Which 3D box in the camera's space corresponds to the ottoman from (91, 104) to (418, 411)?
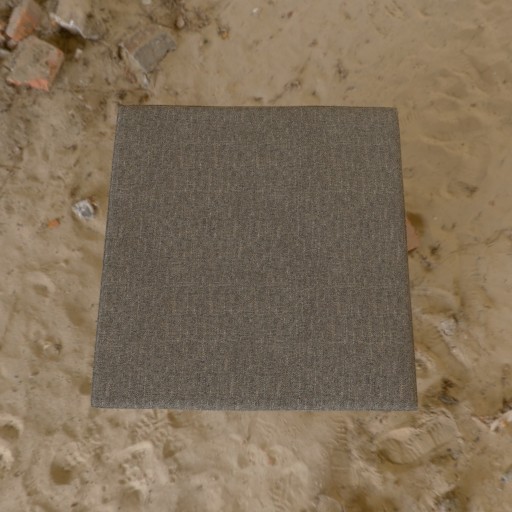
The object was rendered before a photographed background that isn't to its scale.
[{"bbox_3d":[0.000,0.000,1.557,0.981,0.379,1.016,1,77,0],"label":"ottoman"}]
